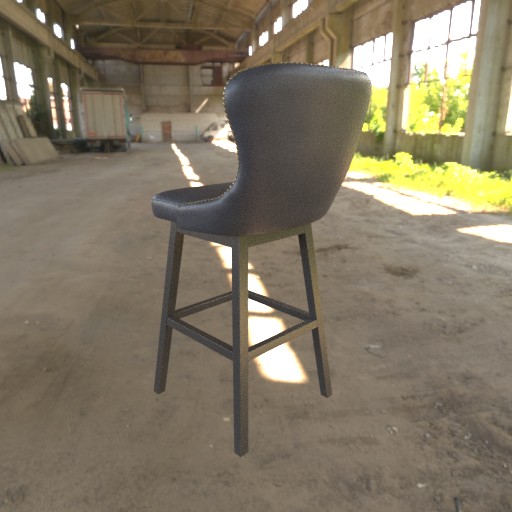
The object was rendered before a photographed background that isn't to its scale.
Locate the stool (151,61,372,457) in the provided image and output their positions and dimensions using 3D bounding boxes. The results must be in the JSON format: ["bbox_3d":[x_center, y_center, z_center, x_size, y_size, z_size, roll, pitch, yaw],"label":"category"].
[{"bbox_3d":[0.000,0.000,1.384,0.528,1.050,0.601,-16,23,-42],"label":"stool"}]
